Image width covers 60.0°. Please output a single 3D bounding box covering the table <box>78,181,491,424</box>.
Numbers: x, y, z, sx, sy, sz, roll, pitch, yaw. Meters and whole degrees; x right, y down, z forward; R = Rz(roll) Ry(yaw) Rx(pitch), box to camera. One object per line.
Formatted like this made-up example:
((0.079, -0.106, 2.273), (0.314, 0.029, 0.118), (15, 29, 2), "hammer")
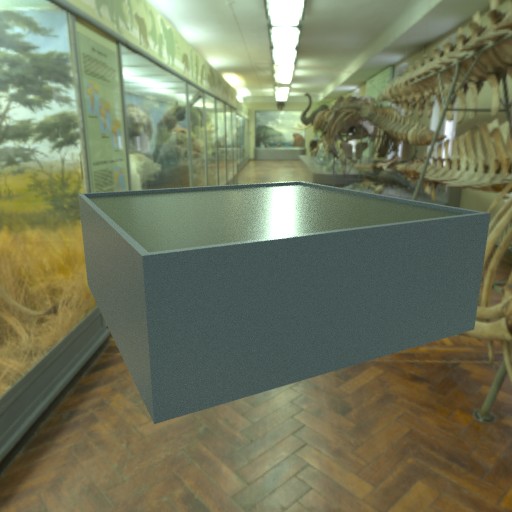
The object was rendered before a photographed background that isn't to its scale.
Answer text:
((0.000, 0.000, 1.223), (0.801, 0.299, 0.801), (-8, 17, -26), "table")
